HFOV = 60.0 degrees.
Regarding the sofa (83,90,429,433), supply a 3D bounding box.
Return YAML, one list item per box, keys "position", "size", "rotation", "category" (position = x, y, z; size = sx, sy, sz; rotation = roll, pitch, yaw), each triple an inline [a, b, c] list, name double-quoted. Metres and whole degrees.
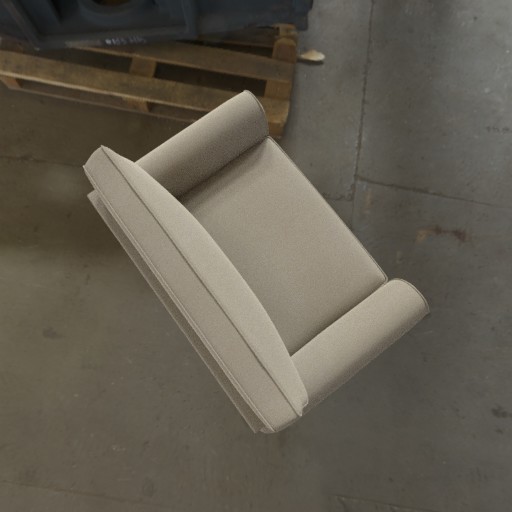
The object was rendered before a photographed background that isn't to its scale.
- position: [0.000, 0.000, 2.159]
  size: [0.937, 1.006, 1.405]
  rotation: [-36, 80, -8]
  category: "sofa"
